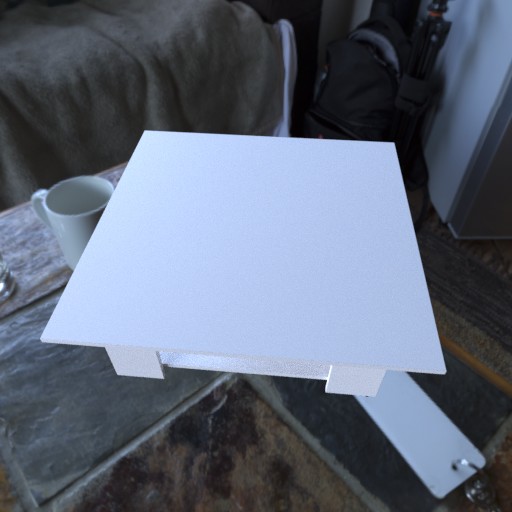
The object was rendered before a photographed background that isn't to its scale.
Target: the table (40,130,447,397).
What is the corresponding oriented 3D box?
[{"bbox_3d":[0.000,0.000,1.380,0.890,0.305,0.890,4,46,4],"label":"table"}]
